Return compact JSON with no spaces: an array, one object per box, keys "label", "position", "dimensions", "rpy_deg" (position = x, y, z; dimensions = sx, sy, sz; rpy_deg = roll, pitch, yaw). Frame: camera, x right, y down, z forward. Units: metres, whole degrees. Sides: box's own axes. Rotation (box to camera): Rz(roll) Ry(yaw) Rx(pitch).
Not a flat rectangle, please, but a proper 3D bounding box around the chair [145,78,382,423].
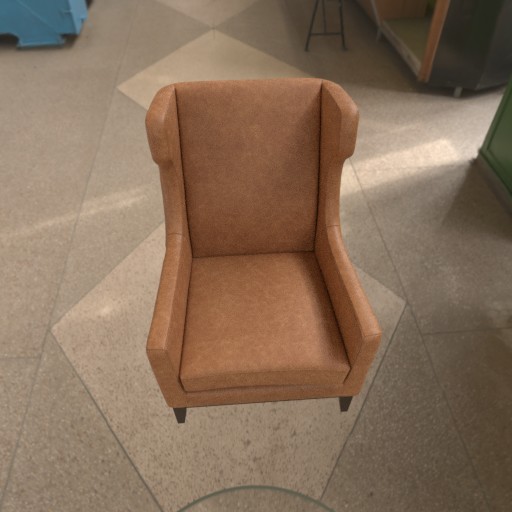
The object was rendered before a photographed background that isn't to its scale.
[{"label":"chair","position":[0.000,0.000,1.715],"dimensions":[0.766,1.079,0.899],"rpy_deg":[-3,47,-3]}]
